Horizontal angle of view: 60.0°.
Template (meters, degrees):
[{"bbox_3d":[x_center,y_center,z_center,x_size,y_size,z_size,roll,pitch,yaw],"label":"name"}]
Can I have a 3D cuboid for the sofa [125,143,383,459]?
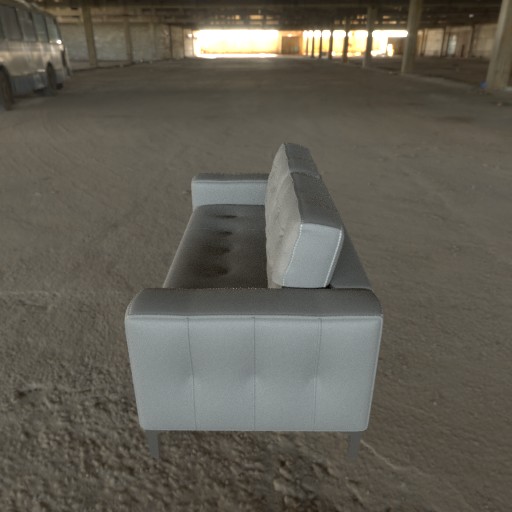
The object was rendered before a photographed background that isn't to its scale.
[{"bbox_3d":[0.000,0.000,2.207,0.833,0.893,1.726,0,25,0],"label":"sofa"}]
